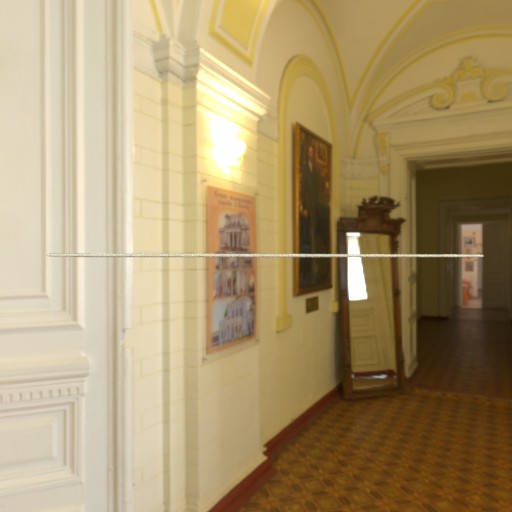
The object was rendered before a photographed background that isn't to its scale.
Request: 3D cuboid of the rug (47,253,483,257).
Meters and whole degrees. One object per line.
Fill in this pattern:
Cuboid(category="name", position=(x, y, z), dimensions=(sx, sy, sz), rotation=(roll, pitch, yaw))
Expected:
Cuboid(category="rug", position=(0.000, 0.000, 3.079), dimensions=(2.443, 0.015, 1.528), rotation=(0, 0, -17))
